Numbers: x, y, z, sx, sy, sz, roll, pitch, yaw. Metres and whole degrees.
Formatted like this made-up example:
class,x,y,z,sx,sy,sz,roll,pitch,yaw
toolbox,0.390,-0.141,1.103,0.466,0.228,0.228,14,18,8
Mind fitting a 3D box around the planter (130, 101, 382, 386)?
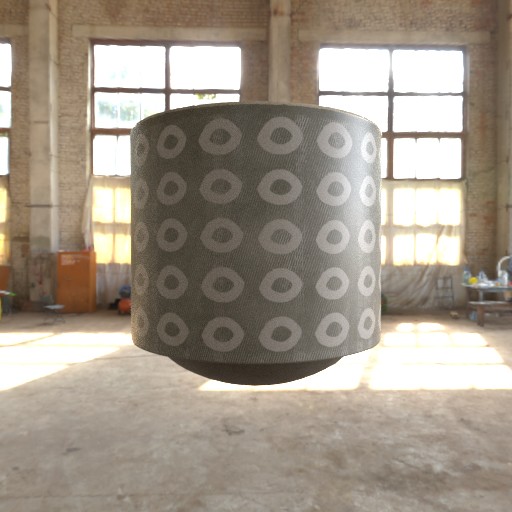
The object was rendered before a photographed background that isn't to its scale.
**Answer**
class,x,y,z,sx,sy,sz,roll,pitch,yaw
planter,0.000,0.000,0.460,0.250,0.239,0.250,0,1,0
